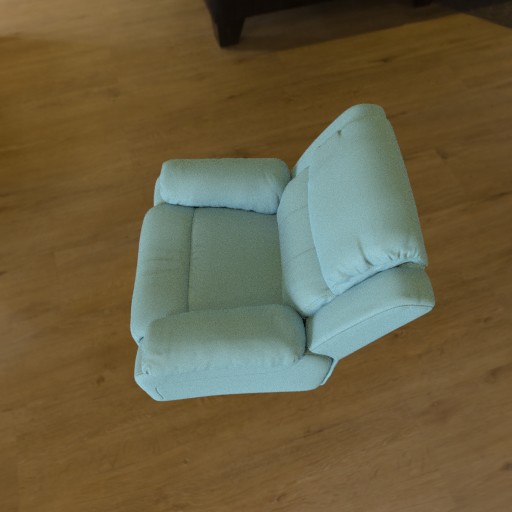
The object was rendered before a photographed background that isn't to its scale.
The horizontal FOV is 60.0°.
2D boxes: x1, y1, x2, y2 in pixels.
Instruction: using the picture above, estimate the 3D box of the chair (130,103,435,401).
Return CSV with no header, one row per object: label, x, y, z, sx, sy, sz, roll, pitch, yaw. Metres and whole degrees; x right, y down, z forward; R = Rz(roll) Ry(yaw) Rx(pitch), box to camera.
chair,0.000,0.000,1.247,0.709,0.702,0.680,-2,59,-1
